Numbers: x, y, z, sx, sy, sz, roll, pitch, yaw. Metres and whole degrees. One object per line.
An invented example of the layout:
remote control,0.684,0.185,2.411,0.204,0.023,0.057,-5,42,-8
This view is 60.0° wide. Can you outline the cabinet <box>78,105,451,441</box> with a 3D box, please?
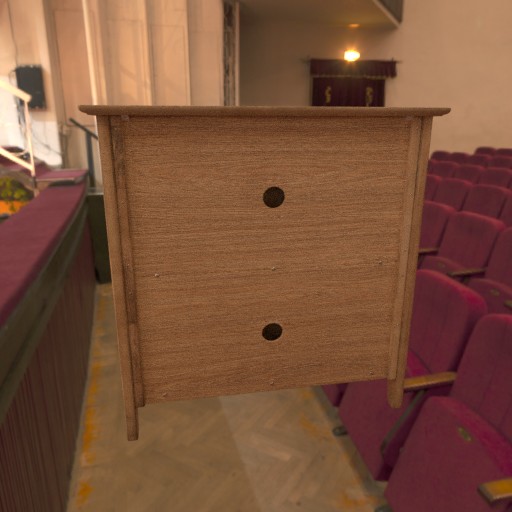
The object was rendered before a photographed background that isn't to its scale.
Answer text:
cabinet,0.000,0.000,1.219,0.763,0.762,0.503,-3,17,-10
